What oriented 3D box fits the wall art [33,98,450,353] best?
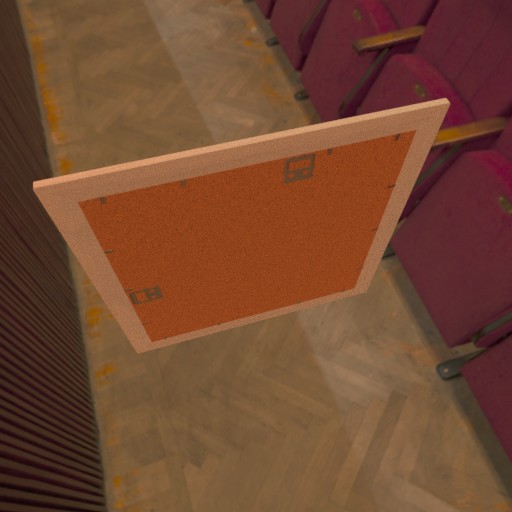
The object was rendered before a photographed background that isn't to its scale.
[{"bbox_3d":[0.000,0.000,0.846,0.584,0.584,0.013,-14,58,-9],"label":"wall art"}]
